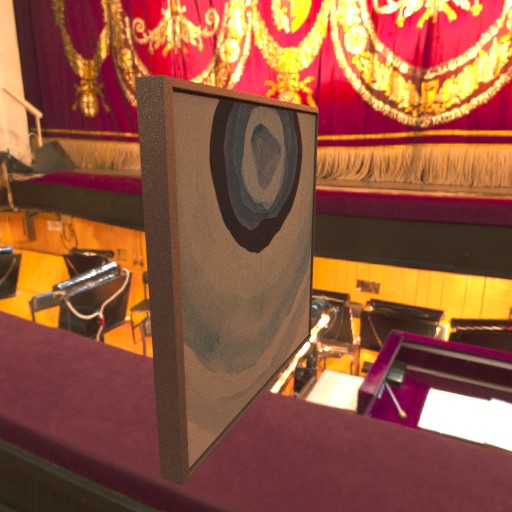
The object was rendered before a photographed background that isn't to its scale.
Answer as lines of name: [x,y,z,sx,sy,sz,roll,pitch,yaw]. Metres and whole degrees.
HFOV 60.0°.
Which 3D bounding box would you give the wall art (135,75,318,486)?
wall art: [0.000,0.000,0.515,0.028,0.349,0.349,7,16,25]
